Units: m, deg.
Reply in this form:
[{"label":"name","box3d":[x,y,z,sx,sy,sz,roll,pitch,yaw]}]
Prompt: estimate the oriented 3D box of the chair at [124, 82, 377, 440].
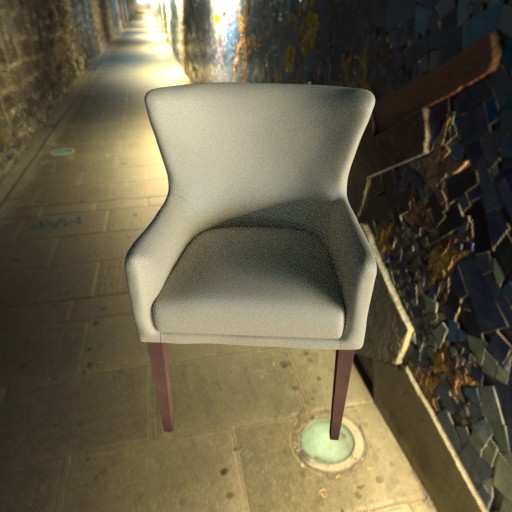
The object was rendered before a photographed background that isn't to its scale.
[{"label":"chair","box3d":[0.000,0.000,1.398,0.660,0.952,0.686,2,30,3]}]
